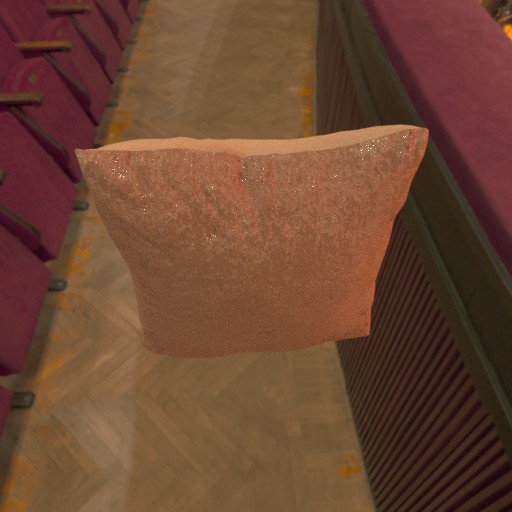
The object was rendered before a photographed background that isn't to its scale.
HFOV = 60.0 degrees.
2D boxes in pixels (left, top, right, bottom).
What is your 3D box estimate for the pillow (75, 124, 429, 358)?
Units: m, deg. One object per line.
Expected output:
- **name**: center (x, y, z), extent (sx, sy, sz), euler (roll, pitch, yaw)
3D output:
- **pillow**: center (0.000, 0.000, 0.714), extent (0.450, 0.448, 0.245), euler (-3, 47, -2)
